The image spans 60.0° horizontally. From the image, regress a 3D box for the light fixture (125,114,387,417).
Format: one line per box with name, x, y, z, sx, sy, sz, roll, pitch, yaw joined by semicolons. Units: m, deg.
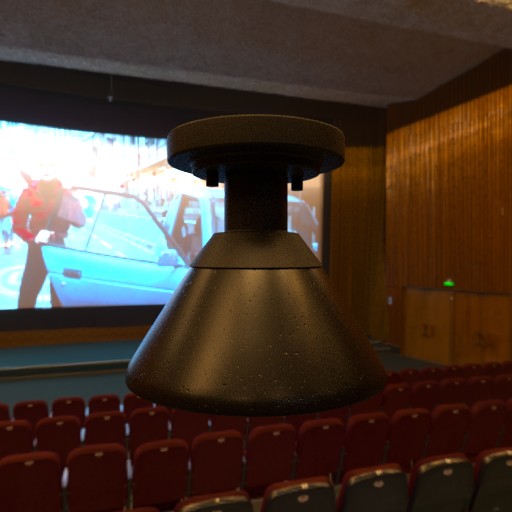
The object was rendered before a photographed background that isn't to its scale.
light fixture;0.000;0.000;0.354;0.200;0.183;0.200;0;0;0
